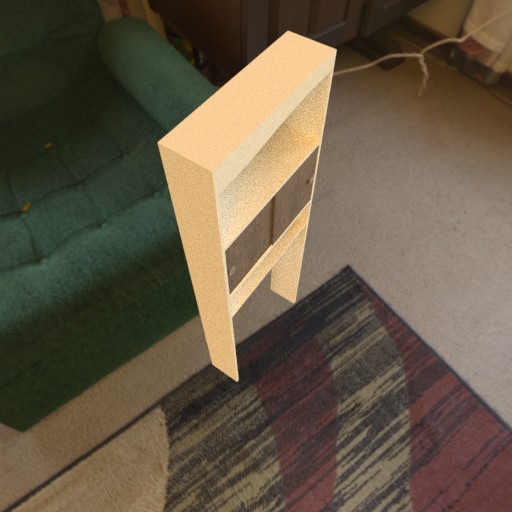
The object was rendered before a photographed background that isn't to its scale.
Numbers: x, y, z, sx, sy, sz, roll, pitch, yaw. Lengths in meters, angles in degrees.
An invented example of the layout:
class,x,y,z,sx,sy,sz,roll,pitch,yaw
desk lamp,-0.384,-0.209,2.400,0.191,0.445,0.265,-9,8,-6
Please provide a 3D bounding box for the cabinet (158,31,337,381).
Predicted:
class,x,y,z,sx,sy,sz,roll,pitch,yaw
cabinet,0.000,0.000,2.040,0.192,1.770,0.643,30,62,18
